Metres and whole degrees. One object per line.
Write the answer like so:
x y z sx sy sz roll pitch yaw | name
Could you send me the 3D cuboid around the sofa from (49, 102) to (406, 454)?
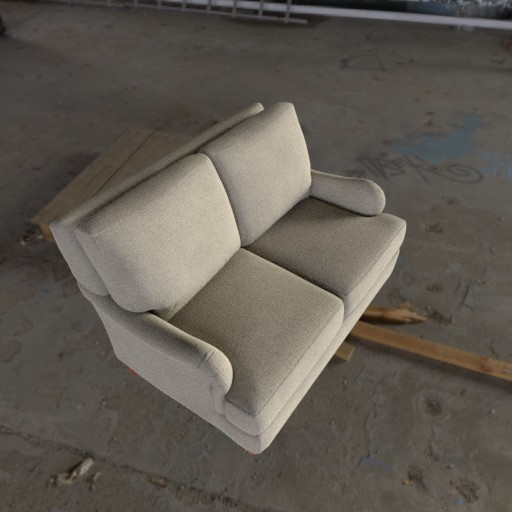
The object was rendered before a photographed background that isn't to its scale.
0.000 0.000 2.254 1.087 0.999 1.480 26 49 25 | sofa
